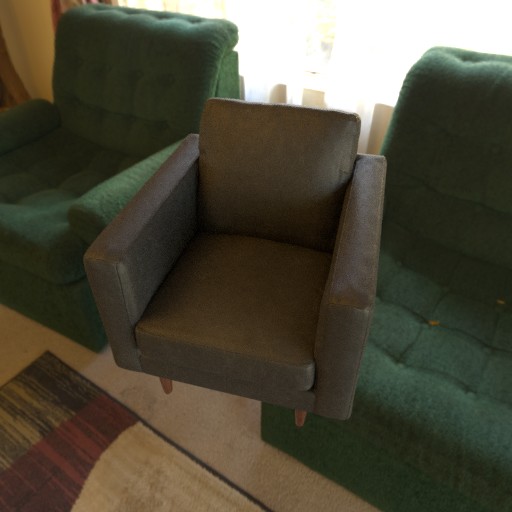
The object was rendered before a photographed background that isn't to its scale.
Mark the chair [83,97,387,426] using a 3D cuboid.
[{"bbox_3d":[0.000,0.000,1.612,0.831,0.898,0.879,10,40,11],"label":"chair"}]
